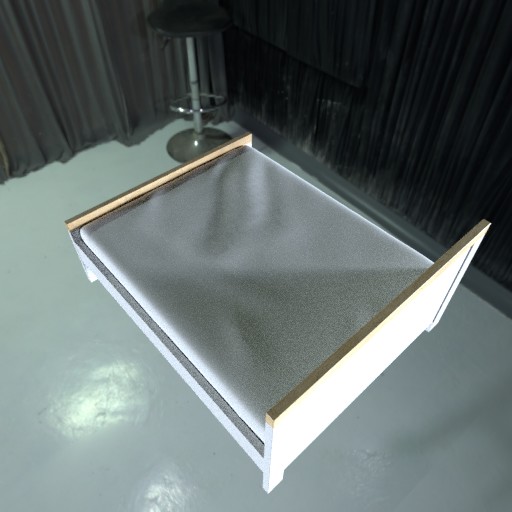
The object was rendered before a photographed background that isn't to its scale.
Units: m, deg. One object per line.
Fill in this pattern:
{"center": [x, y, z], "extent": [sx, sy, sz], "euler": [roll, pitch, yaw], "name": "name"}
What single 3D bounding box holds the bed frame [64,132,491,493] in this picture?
{"center": [0.000, 0.000, 2.960], "extent": [1.670, 0.980, 2.050], "euler": [-34, 56, -27], "name": "bed frame"}
